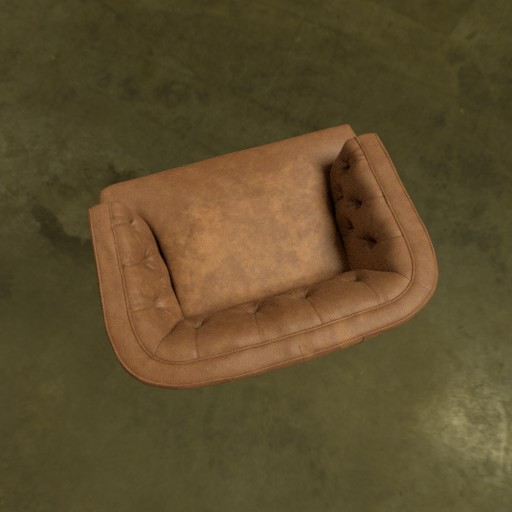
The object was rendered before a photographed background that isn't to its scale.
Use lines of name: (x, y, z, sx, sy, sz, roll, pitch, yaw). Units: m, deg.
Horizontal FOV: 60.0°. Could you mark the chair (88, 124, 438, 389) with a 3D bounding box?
chair: (0.000, 0.000, 1.791, 1.119, 0.836, 0.911, -16, 75, -4)
